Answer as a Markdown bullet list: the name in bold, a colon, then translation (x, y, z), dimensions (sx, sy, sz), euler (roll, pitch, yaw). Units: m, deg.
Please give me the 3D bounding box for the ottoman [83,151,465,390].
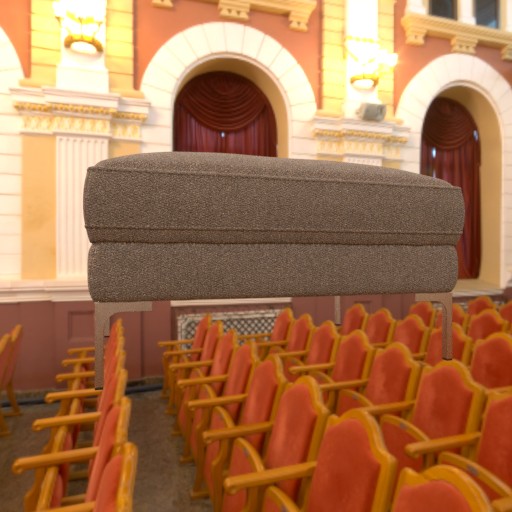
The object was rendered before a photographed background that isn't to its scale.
- **ottoman**: translation (0.000, 0.000, 1.131), dimensions (0.785, 0.464, 0.583), euler (0, 0, -17)
